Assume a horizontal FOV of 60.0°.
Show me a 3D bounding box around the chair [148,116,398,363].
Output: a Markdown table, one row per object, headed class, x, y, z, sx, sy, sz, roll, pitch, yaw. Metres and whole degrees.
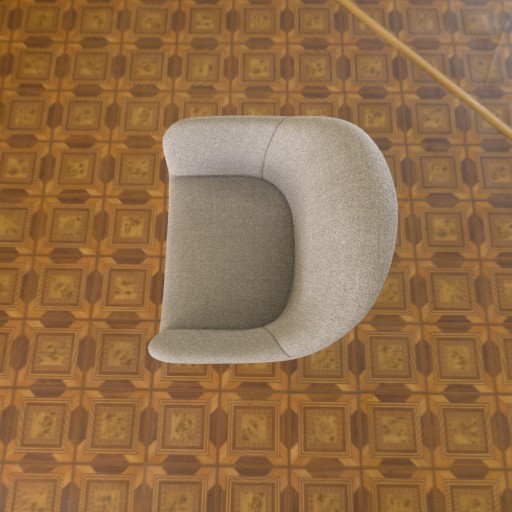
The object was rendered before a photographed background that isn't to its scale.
| class | x | y | z | sx | sy | sz | roll | pitch | yaw |
| --- | --- | --- | --- | --- | --- | --- | --- | --- | --- |
| chair | 0.000 | 0.000 | 1.219 | 0.550 | 0.795 | 0.590 | 0 | 75 | 0 |
